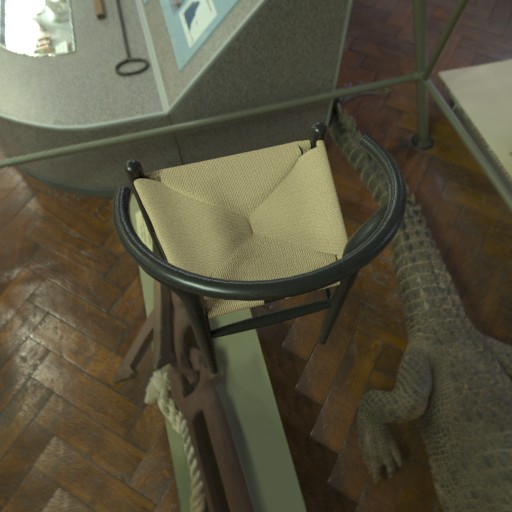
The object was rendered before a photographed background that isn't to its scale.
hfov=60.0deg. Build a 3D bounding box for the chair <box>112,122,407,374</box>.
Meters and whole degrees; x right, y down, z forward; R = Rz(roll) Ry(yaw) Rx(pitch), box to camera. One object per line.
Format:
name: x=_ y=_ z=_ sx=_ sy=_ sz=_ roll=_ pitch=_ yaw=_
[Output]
chair: x=0.000 y=0.000 z=1.140 sx=0.570 sy=0.739 sz=0.570 roll=-14 pitch=61 yaw=-8
